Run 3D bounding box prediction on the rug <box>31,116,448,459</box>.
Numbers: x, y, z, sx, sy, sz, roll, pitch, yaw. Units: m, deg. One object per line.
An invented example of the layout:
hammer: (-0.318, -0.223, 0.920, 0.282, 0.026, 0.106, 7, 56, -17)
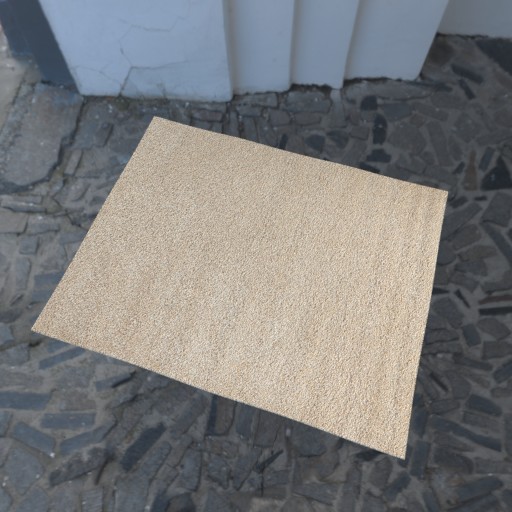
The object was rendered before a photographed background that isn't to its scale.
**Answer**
rug: (0.000, 0.000, 3.853, 3.000, 0.026, 2.400, 16, 64, 8)
